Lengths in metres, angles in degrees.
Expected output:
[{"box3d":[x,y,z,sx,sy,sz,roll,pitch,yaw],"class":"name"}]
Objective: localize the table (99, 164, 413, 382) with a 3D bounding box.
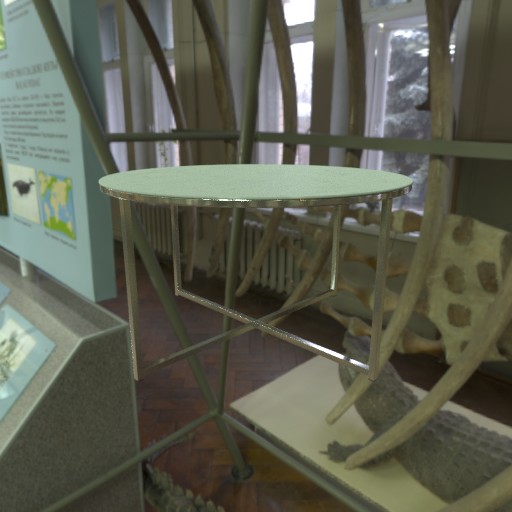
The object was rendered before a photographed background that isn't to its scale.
[{"box3d":[0.000,0.000,1.252,0.800,0.450,0.800,0,16,0],"class":"table"}]
